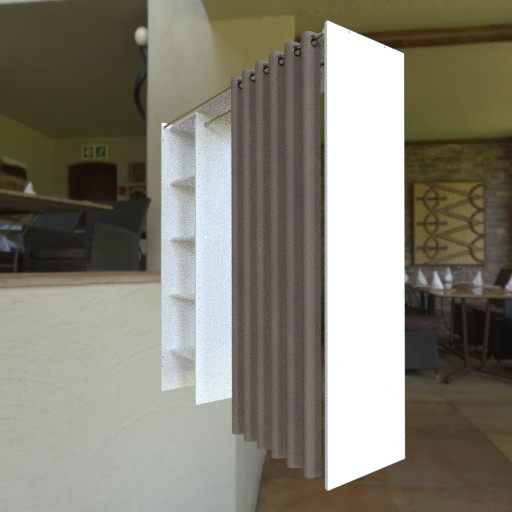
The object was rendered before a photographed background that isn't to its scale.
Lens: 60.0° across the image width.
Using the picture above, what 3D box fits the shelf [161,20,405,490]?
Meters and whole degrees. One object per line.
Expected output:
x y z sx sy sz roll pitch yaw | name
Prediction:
0.000 0.000 2.497 0.500 1.820 1.600 0 -1 -35 | shelf
